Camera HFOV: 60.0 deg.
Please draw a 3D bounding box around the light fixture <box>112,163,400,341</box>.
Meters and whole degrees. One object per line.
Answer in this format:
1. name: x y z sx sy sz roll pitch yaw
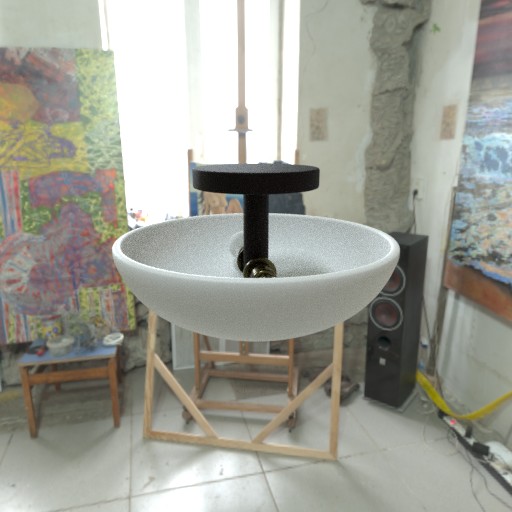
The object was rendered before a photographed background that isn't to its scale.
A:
1. light fixture: 0.000 0.000 0.539 0.331 0.212 0.331 0 15 0
